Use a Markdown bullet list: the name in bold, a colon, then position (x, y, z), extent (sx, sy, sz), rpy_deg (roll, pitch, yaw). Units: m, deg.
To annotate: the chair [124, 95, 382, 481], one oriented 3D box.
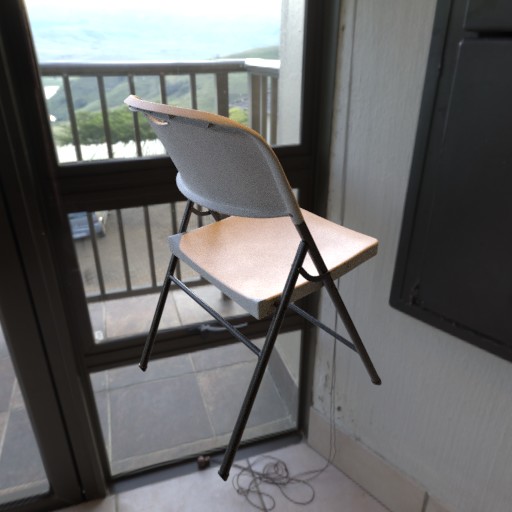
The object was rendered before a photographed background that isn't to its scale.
- **chair**: position (0.000, 0.000, 1.158), extent (0.566, 0.810, 0.494), rpy_deg (-18, 31, -32)
